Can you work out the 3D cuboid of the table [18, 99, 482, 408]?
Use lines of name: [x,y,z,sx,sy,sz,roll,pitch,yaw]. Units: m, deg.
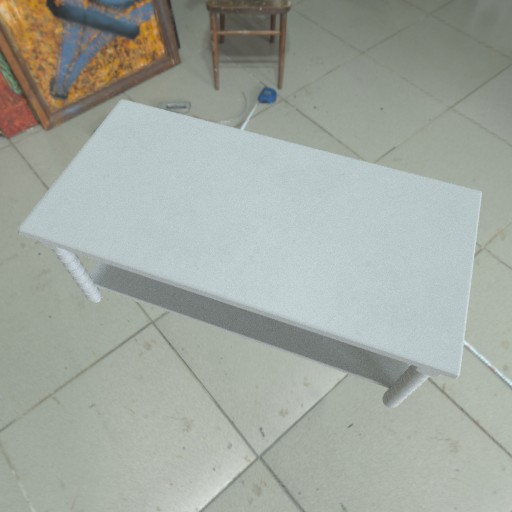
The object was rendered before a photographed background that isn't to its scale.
table: [0.000,0.000,1.434,1.171,0.487,0.580,17,60,10]
